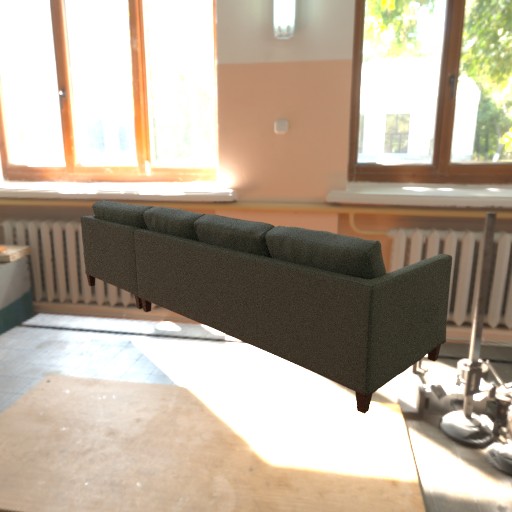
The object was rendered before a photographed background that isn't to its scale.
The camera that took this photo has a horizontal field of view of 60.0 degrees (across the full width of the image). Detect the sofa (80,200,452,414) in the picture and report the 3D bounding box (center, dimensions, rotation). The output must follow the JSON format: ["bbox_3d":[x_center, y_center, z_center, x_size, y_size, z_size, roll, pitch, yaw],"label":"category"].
[{"bbox_3d":[0.000,0.000,3.747,1.625,0.861,3.186,-13,18,-43],"label":"sofa"}]
